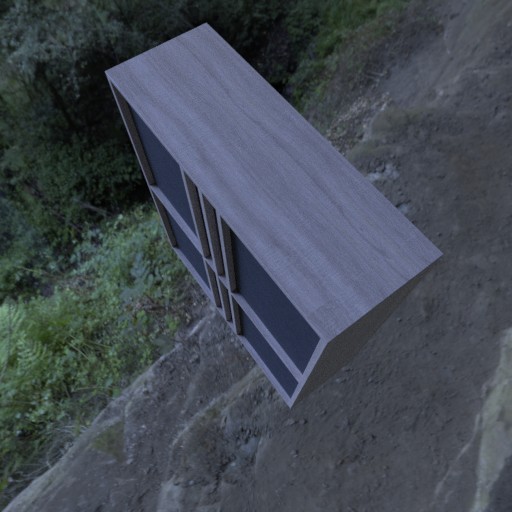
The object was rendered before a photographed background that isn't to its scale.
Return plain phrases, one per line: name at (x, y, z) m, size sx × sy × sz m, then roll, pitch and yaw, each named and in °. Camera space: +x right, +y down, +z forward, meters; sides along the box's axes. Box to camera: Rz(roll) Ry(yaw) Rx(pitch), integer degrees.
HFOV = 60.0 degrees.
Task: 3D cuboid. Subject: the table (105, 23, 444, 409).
table at (0.000, 0.000, 1.917) m, size 0.398 × 1.388 × 1.111 m, roll -34°, pitch 69°, yaw -15°
